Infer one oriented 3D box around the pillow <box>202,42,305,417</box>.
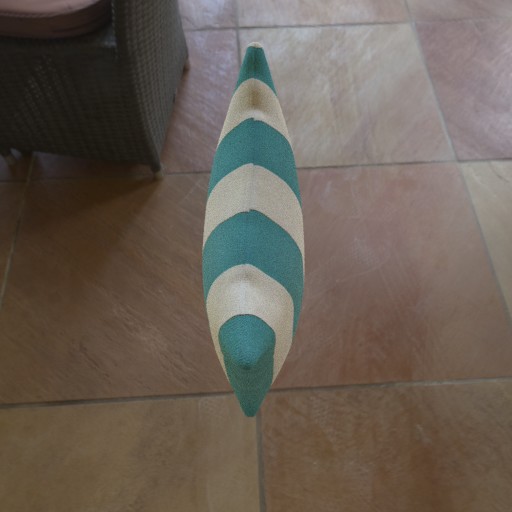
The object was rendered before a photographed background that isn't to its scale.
[{"bbox_3d":[0.000,0.000,0.826,0.189,0.526,0.536,0,63,0],"label":"pillow"}]
